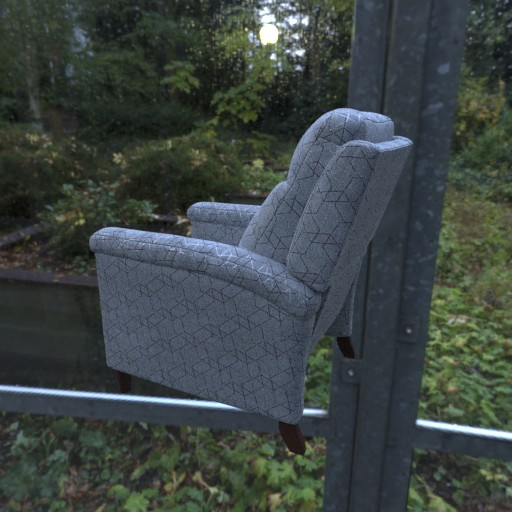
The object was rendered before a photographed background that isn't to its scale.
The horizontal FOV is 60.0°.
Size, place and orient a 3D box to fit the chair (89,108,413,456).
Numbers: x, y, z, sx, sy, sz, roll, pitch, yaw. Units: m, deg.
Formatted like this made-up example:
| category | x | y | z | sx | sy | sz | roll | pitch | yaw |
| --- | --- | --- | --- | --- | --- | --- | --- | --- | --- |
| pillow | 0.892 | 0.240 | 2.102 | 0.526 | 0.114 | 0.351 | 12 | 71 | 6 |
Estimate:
| category | x | y | z | sx | sy | sz | roll | pitch | yaw |
| --- | --- | --- | --- | --- | --- | --- | --- | --- | --- |
| chair | 0.000 | 0.000 | 1.689 | 0.987 | 1.048 | 0.753 | 8 | 18 | 24 |
